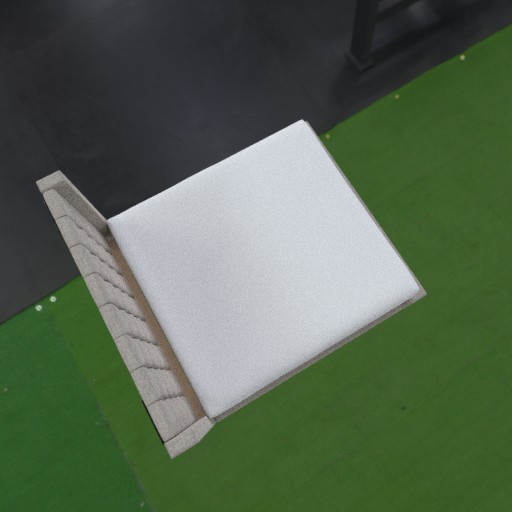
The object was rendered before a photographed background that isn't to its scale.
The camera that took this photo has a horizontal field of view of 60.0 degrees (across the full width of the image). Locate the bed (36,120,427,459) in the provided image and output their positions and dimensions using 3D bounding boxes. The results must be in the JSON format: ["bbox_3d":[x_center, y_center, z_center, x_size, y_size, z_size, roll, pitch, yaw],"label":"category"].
[{"bbox_3d":[0.000,0.000,3.804,2.372,1.748,2.044,-29,77,-8],"label":"bed"}]
